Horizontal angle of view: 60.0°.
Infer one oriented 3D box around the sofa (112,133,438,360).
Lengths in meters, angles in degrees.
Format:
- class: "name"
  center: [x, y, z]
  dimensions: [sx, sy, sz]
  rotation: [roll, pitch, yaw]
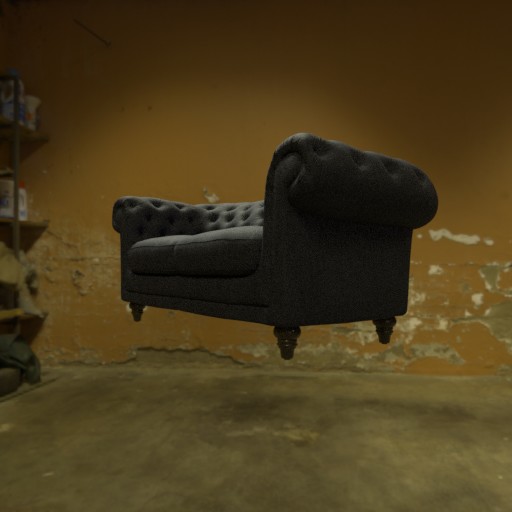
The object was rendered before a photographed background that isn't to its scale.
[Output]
- class: "sofa"
  center: [0.000, 0.000, 2.540]
  dimensions: [1.082, 0.833, 1.988]
  rotation: [1, -2, -37]
